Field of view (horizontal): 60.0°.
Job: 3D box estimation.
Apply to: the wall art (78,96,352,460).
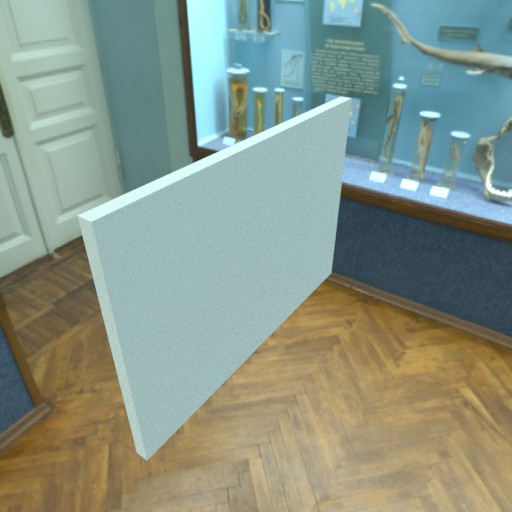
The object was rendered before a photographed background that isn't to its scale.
[{"bbox_3d":[0.000,0.000,1.674,0.051,0.902,1.308,21,39,29],"label":"wall art"}]
